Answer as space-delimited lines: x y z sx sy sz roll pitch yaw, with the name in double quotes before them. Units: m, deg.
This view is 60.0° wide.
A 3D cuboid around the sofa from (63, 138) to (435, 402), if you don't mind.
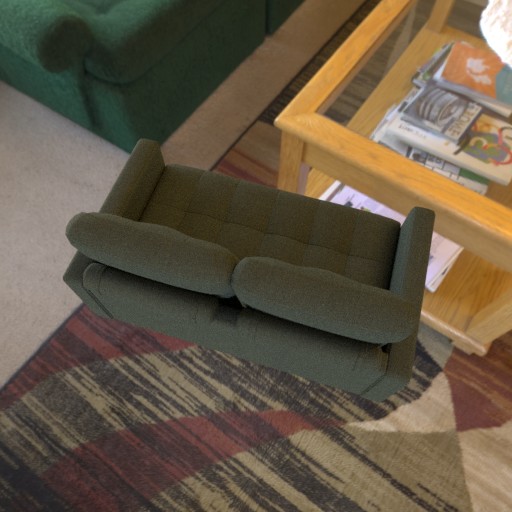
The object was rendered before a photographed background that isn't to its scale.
"sofa" 0.000 0.000 1.955 1.407 0.907 0.842 15 64 8
